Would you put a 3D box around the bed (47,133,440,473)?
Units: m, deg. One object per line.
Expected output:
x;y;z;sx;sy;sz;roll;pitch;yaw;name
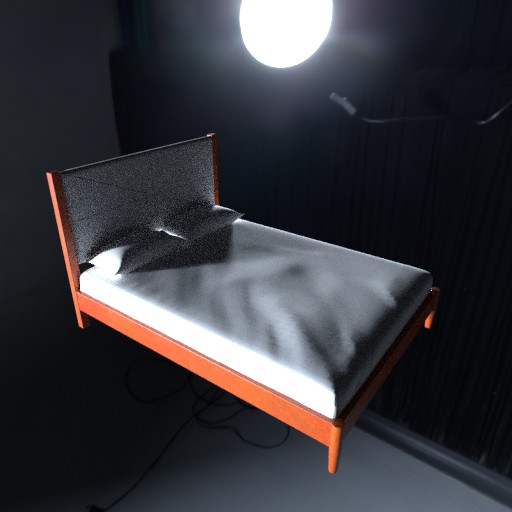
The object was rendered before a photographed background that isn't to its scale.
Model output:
0.000;0.000;3.027;2.117;1.165;1.566;18;32;32;bed
